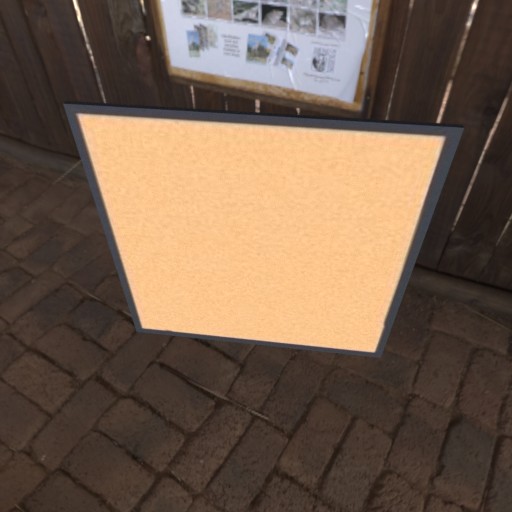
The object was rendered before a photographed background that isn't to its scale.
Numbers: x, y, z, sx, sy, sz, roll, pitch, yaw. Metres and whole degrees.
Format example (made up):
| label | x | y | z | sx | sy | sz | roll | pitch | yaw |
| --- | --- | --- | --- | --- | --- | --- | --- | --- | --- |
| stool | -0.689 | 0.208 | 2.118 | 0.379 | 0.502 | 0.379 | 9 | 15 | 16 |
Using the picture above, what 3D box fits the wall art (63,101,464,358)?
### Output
| label | x | y | z | sx | sy | sz | roll | pitch | yaw |
| --- | --- | --- | --- | --- | --- | --- | --- | --- | --- |
| wall art | 0.000 | 0.000 | 1.200 | 0.823 | 0.823 | 0.013 | 5 | 45 | 5 |
